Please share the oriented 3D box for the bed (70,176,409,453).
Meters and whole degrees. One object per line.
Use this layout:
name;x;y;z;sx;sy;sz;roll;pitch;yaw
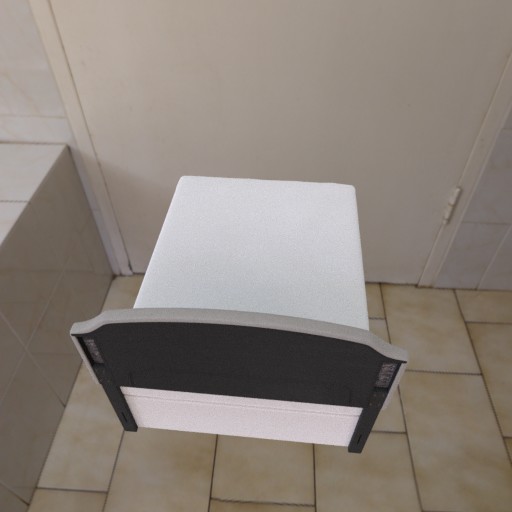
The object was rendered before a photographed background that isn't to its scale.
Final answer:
bed;0.000;0.000;2.970;1.558;1.270;1.999;4;46;4
